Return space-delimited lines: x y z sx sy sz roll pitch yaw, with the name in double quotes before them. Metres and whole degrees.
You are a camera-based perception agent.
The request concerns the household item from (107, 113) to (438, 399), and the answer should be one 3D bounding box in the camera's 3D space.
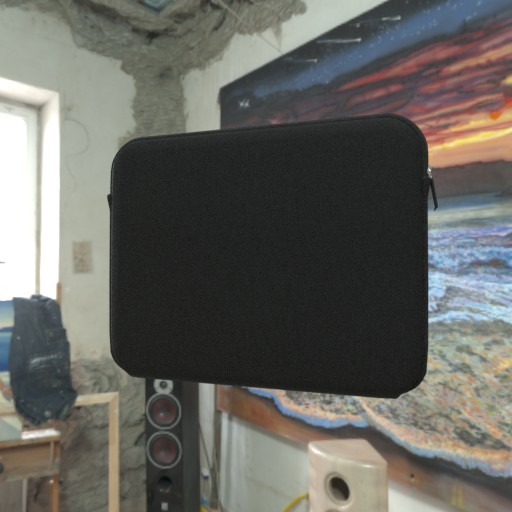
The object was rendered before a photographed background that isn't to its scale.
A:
"household item" 0.000 0.000 0.519 0.396 0.305 0.030 0 -1 17
